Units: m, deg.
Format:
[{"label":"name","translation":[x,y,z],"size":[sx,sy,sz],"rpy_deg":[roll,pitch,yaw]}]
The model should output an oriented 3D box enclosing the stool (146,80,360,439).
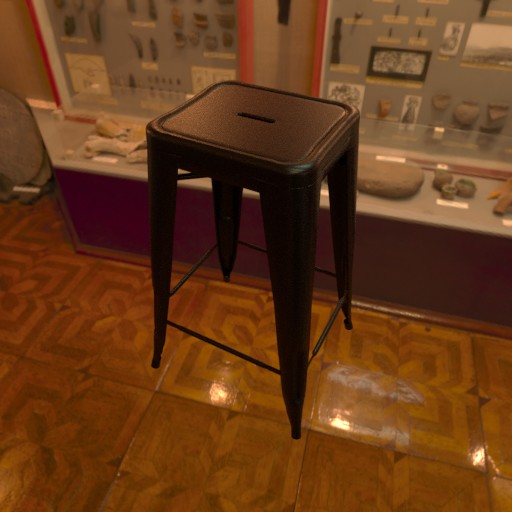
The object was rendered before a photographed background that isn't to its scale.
[{"label":"stool","translation":[0.000,0.000,0.923],"size":[0.455,0.609,0.423],"rpy_deg":[11,43,13]}]
